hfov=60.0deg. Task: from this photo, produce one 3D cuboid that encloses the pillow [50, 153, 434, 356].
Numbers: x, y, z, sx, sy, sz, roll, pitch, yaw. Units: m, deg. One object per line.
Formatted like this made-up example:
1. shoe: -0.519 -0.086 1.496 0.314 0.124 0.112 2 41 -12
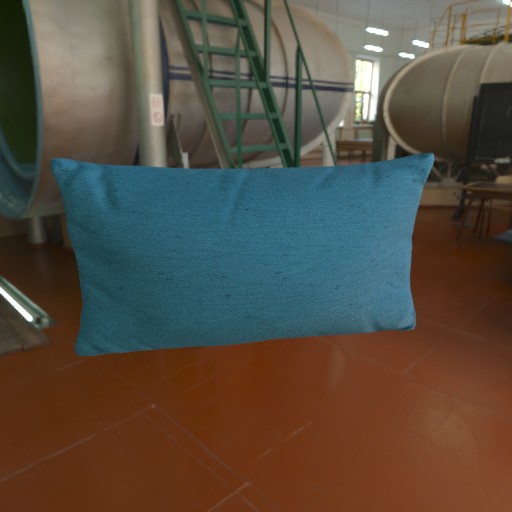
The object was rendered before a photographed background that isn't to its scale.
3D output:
1. pillow: 0.000 0.000 0.762 0.633 0.338 0.210 -3 17 -9
